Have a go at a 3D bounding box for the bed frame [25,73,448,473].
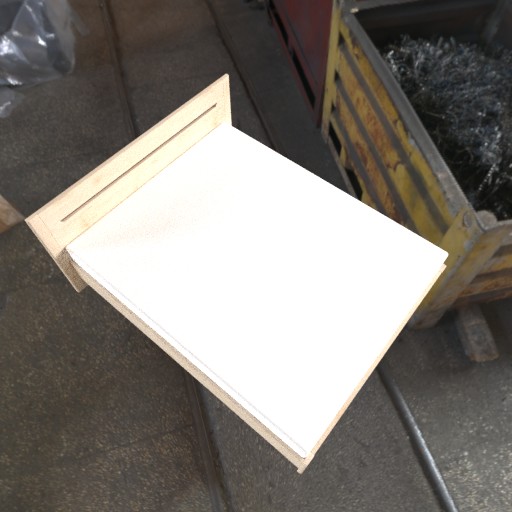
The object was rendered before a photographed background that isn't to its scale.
[{"bbox_3d":[0.000,0.000,3.027,2.080,0.900,1.800,35,64,20],"label":"bed frame"}]
